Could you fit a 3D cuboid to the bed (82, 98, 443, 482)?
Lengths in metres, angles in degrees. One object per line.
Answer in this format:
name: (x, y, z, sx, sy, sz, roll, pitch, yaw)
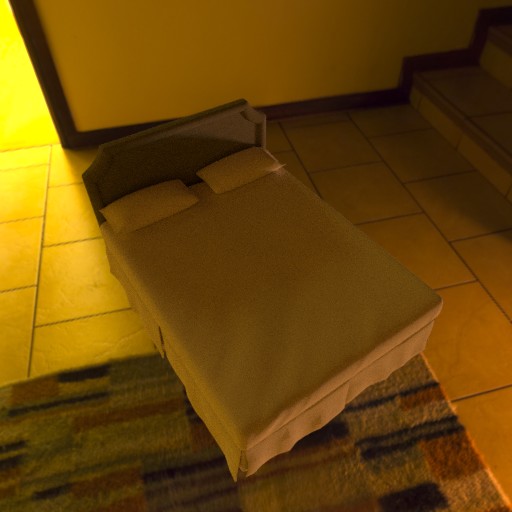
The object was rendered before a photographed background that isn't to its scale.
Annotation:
bed: (0.000, 0.000, 3.626, 1.977, 1.306, 2.464, -27, 52, -23)
